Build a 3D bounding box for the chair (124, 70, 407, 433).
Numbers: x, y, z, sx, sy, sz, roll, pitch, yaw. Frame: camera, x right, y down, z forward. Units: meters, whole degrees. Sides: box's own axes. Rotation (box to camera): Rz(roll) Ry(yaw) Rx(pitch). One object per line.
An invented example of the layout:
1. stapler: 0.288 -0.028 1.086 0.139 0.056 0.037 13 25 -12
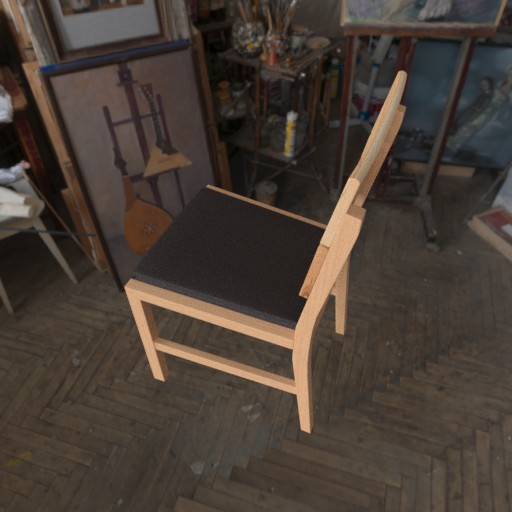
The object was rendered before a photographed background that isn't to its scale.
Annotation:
1. chair: 0.000 0.000 1.229 0.560 0.950 0.475 17 48 16
